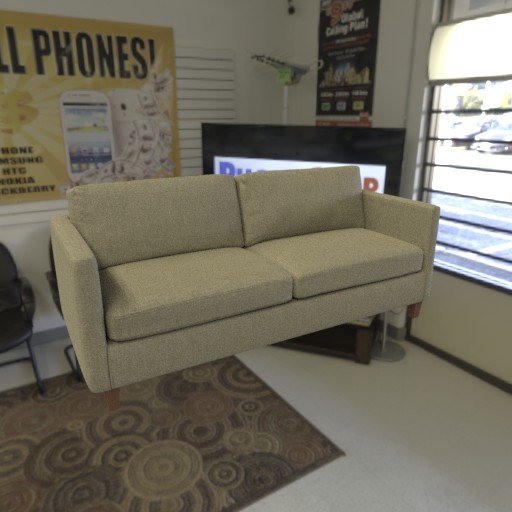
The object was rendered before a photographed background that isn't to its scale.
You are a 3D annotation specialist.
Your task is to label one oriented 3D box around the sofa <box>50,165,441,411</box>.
[{"bbox_3d":[0.000,0.000,2.734,2.208,0.960,0.956,-10,20,-28],"label":"sofa"}]
